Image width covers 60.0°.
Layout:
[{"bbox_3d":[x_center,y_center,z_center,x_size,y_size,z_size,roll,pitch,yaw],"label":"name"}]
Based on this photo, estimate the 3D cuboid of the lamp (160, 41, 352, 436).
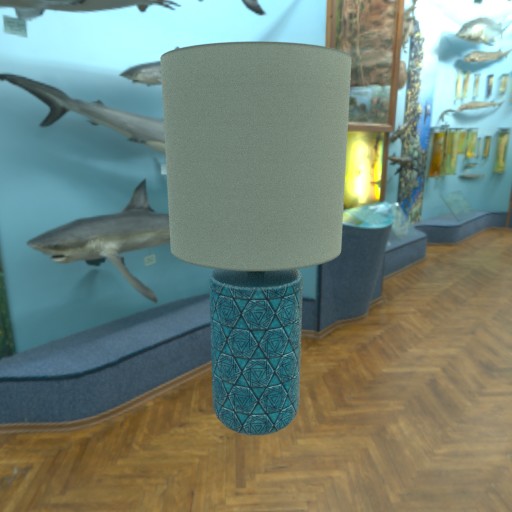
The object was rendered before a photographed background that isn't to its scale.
[{"bbox_3d":[0.000,0.000,0.734,0.278,0.597,0.278,14,20,42],"label":"lamp"}]
